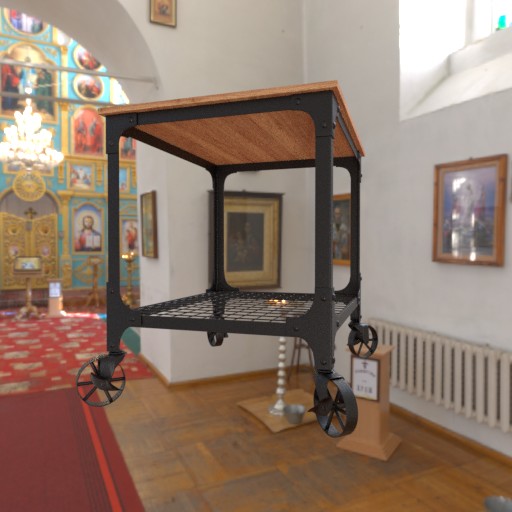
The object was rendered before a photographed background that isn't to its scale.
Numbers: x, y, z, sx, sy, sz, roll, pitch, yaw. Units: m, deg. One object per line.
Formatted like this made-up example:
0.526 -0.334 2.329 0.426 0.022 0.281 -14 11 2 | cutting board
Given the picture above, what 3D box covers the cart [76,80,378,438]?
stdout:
0.000 0.000 1.105 0.558 0.603 0.666 0 1 18 | cart
